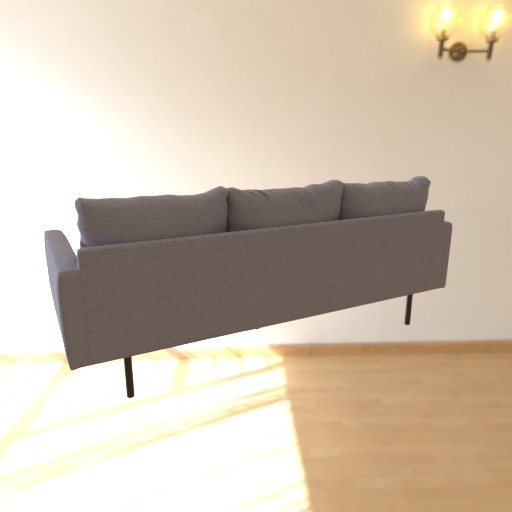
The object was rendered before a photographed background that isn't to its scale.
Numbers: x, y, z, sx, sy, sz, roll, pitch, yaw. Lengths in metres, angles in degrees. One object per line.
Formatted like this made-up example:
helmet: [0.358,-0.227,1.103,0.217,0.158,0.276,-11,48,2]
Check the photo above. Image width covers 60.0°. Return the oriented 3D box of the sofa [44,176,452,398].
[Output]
sofa: [0.000,0.000,2.368,2.000,0.830,0.850,-8,17,-27]
